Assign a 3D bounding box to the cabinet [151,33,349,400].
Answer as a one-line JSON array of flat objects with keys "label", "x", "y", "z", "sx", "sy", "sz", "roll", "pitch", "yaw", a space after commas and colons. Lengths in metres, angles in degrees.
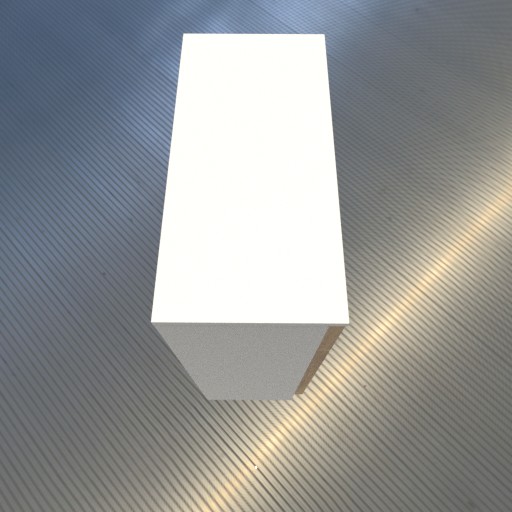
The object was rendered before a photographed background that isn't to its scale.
[{"label": "cabinet", "x": 0.000, "y": 0.000, "z": 1.129, "sx": 0.296, "sy": 0.815, "sz": 0.600, "roll": 0, "pitch": 65, "yaw": 0}]
